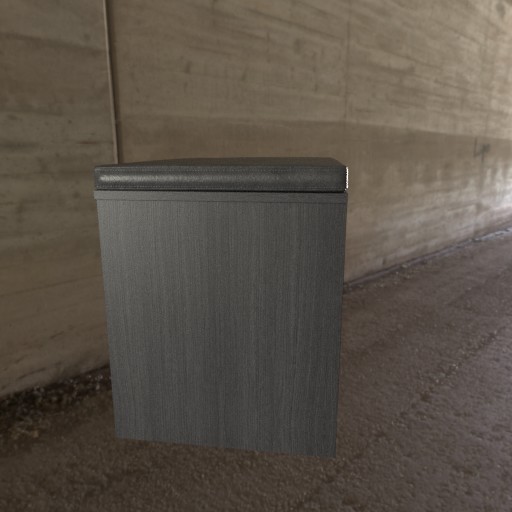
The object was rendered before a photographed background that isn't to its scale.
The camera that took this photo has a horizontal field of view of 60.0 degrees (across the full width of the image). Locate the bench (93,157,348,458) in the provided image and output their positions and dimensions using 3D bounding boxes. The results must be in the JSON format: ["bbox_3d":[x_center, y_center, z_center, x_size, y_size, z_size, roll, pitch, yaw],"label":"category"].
[{"bbox_3d":[0.000,0.000,1.164,0.401,0.501,0.905,2,13,8],"label":"bench"}]
